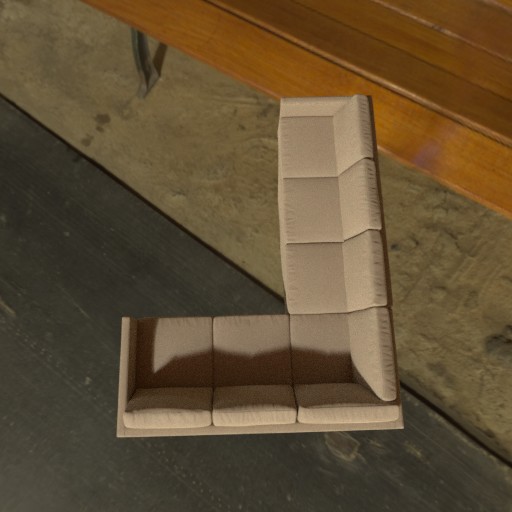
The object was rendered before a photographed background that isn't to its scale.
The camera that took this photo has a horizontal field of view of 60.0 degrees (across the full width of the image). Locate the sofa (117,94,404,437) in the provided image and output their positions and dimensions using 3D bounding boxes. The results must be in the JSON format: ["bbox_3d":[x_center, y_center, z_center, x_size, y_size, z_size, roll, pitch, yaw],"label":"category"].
[{"bbox_3d":[0.000,0.000,4.320,2.432,0.871,3.182,-1,76,0],"label":"sofa"}]
